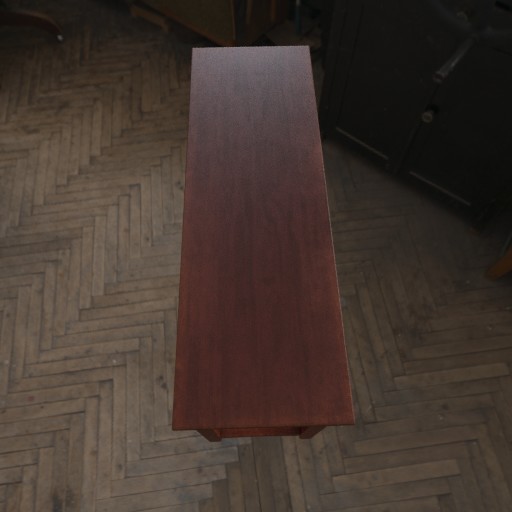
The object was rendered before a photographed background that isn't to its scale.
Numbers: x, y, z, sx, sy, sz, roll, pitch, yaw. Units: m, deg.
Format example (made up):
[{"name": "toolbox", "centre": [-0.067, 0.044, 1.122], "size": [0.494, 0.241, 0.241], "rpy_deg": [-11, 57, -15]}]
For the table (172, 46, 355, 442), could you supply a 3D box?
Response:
[{"name": "table", "centre": [0.000, 0.000, 1.535], "size": [0.392, 0.739, 1.188], "rpy_deg": [-1, 63, -1]}]
